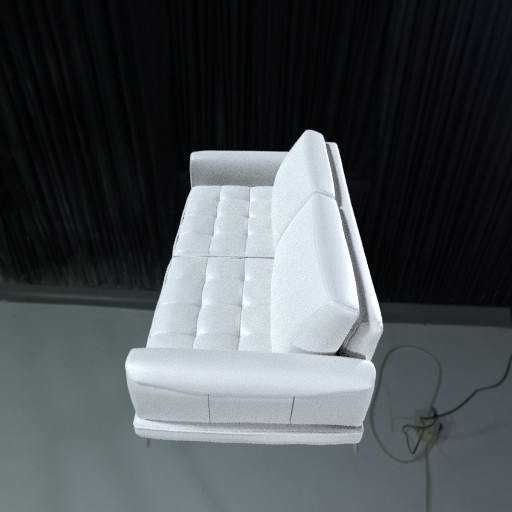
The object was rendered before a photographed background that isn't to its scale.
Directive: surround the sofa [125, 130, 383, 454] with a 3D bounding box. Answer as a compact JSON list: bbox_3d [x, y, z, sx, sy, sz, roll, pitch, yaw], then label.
[{"bbox_3d":[0.000,0.000,2.735,1.121,0.930,2.177,1,39,1],"label":"sofa"}]
